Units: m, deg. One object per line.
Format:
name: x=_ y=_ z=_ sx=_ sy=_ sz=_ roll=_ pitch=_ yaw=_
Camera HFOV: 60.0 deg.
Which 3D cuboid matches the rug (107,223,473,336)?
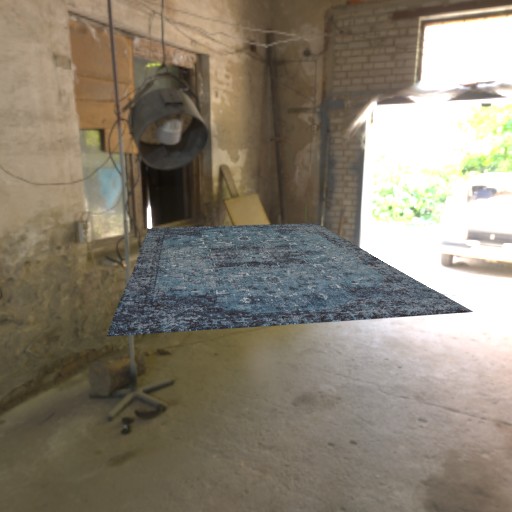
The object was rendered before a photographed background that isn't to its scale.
rug: x=0.000 y=0.000 z=2.304 sx=1.219 sy=0.005 sz=1.828 roll=-2 pitch=14 yaw=-9
